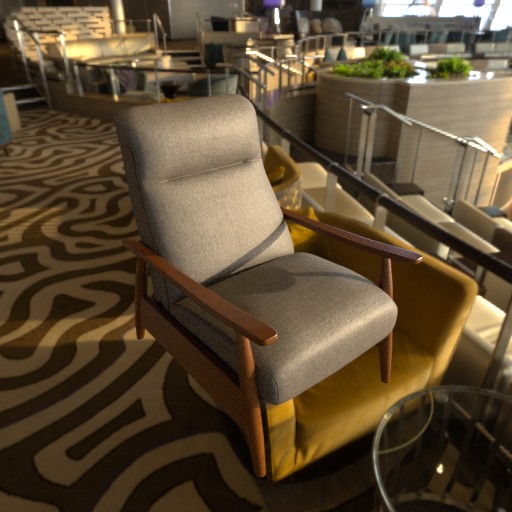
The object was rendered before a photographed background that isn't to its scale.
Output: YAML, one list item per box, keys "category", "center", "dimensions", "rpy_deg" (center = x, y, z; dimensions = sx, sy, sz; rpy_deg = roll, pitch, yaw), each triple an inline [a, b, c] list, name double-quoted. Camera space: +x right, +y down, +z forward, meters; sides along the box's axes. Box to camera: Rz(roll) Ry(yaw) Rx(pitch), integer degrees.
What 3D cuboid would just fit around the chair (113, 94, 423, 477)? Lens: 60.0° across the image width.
- category: "chair"
  center: [0.000, 0.000, 1.786]
  dimensions: [0.762, 1.081, 1.014]
  rpy_deg: [-21, 36, -33]
